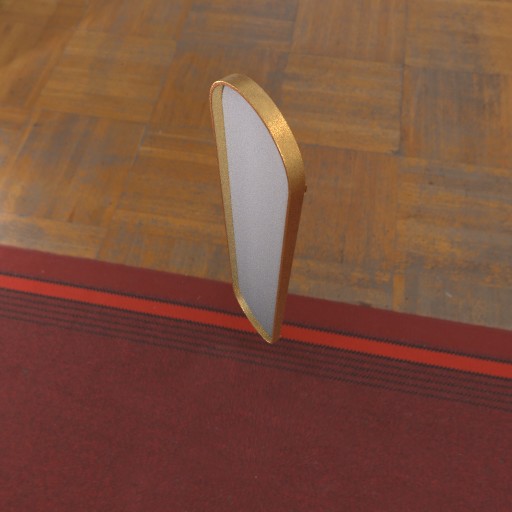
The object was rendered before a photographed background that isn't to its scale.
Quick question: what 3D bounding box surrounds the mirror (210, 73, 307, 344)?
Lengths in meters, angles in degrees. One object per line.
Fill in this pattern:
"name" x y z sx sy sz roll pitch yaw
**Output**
"mirror" 0.000 0.000 1.045 0.032 0.991 0.222 -32 68 -15
